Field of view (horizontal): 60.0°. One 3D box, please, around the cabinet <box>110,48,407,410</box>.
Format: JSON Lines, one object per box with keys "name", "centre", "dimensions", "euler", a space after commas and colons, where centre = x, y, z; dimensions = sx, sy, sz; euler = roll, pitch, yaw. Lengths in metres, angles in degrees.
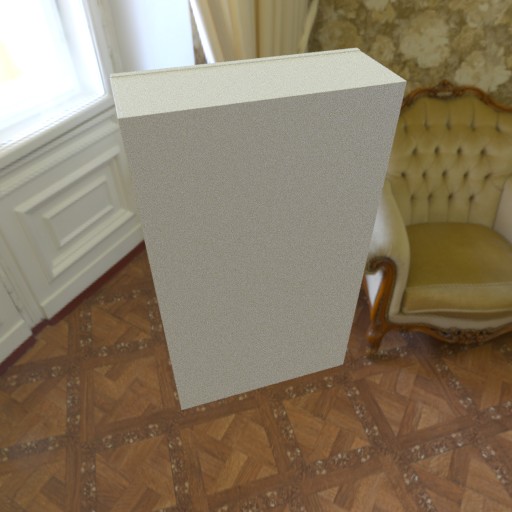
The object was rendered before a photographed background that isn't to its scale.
{"name": "cabinet", "centre": [0.000, 0.000, 2.706], "dimensions": [1.250, 2.160, 0.480], "euler": [-12, 43, -13]}
